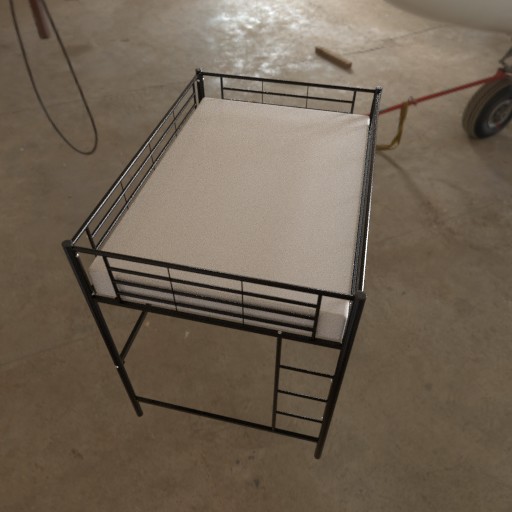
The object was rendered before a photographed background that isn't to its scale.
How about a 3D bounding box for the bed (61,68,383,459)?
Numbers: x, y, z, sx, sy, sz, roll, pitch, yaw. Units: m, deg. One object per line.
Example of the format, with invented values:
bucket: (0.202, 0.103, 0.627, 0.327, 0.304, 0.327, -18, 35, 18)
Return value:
bed: (0.000, 0.000, 3.248, 1.397, 1.803, 1.994, 10, 47, 9)
